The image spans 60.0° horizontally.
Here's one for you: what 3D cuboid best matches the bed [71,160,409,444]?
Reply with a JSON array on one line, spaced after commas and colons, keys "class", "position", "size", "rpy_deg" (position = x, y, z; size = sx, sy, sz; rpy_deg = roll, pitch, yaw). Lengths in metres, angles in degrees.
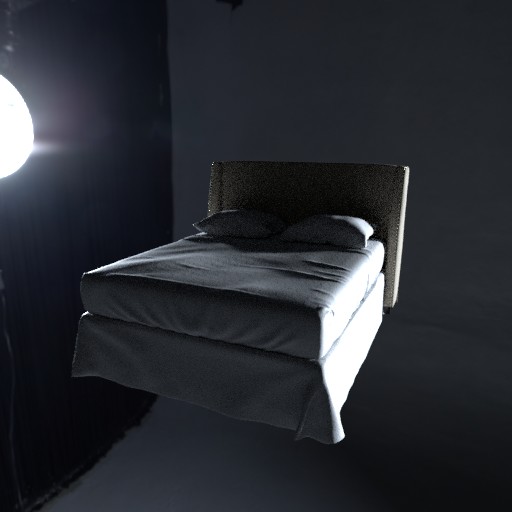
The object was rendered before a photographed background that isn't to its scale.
[{"class": "bed", "position": [0.000, 0.000, 3.418], "size": [1.925, 1.332, 2.276], "rpy_deg": [7, 16, 24]}]
